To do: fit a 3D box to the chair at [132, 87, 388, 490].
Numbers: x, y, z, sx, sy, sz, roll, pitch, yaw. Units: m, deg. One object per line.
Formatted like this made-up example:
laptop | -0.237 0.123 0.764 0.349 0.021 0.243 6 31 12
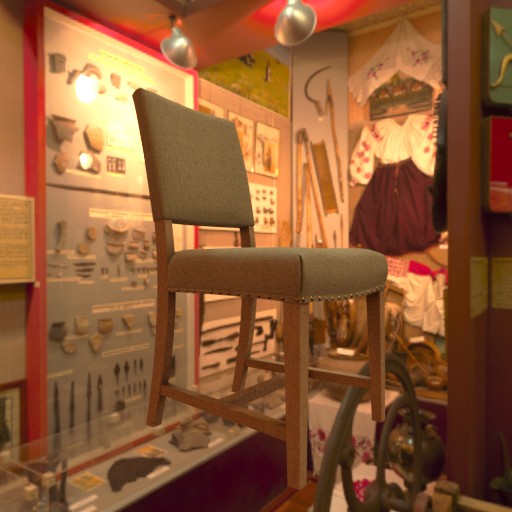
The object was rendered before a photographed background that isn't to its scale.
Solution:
chair | 0.000 0.000 1.311 0.622 0.986 0.508 0 0 37
